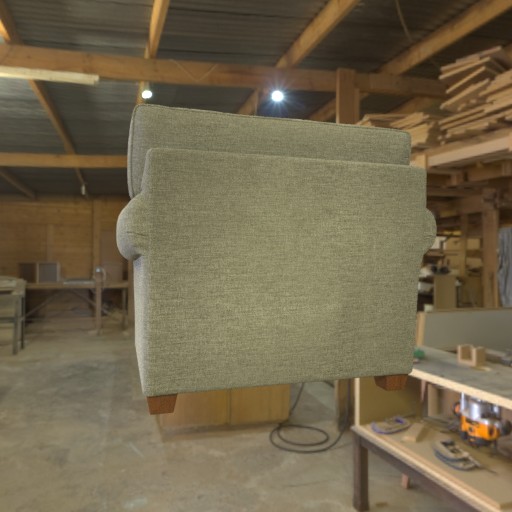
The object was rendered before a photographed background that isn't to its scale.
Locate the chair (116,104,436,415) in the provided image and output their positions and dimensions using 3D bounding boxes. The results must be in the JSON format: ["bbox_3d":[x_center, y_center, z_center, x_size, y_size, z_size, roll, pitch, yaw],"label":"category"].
[{"bbox_3d":[0.000,0.000,1.809,1.092,0.961,0.965,0,0,-17],"label":"chair"}]
